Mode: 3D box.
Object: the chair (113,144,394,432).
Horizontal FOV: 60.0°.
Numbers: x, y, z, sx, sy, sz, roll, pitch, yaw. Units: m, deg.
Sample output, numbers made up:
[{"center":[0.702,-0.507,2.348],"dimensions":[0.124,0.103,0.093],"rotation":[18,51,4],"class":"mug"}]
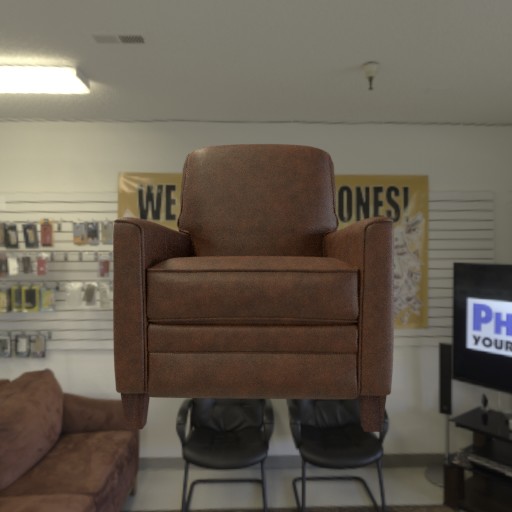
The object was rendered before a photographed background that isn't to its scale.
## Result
[{"center":[0.000,0.000,1.644],"dimensions":[0.839,1.010,0.850],"rotation":[0,1,2],"class":"chair"}]
